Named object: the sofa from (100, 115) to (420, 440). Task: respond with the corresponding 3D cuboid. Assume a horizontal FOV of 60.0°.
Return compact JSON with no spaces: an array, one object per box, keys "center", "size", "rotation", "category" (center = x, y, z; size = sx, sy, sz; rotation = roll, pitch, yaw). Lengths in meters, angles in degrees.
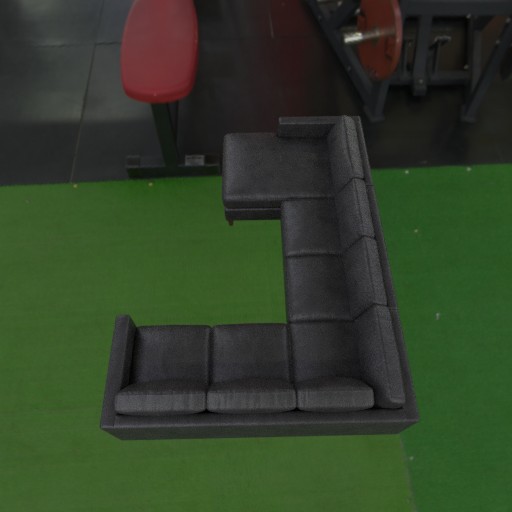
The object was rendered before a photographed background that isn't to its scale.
[{"center":[0.000,0.000,4.454],"size":[2.452,0.891,3.324],"rotation":[-1,60,-1],"category":"sofa"}]
